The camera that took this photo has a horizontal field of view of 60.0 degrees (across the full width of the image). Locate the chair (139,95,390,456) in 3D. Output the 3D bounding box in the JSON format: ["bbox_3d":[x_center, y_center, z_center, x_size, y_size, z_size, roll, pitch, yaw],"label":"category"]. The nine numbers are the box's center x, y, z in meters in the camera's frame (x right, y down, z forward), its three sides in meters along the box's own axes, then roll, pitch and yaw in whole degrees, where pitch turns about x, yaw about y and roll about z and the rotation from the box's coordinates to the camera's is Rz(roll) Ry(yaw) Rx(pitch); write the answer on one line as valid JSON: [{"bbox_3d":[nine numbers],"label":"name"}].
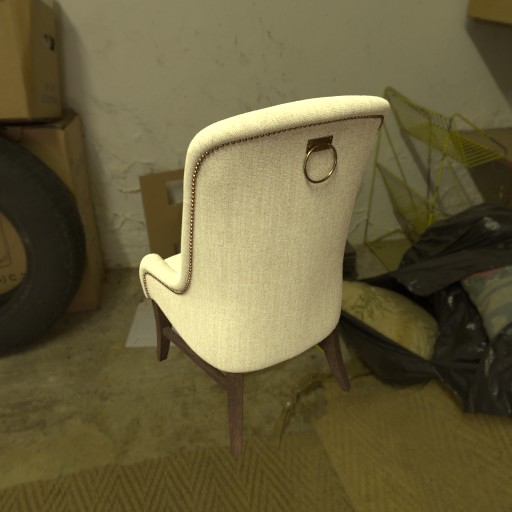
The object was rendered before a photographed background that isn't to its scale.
[{"bbox_3d":[0.000,0.000,1.493,0.634,1.091,0.629,-18,34,-29],"label":"chair"}]
